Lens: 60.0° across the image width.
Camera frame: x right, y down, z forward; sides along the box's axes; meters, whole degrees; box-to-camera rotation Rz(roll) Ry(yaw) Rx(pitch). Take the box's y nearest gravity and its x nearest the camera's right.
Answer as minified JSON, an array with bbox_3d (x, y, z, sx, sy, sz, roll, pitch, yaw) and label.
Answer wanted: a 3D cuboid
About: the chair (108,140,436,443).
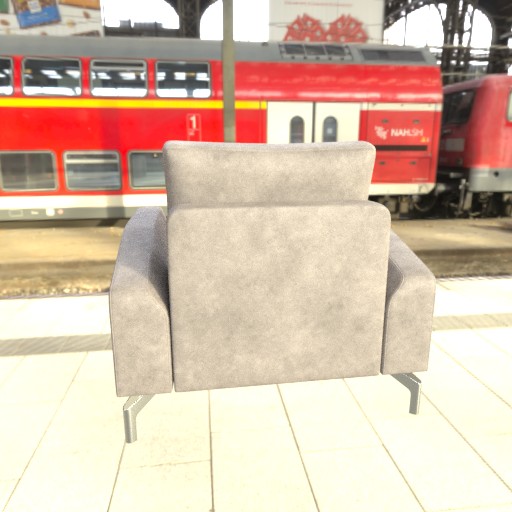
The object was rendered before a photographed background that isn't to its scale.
[{"bbox_3d":[0.000,0.000,1.599,0.900,0.800,0.900,-2,14,-9],"label":"chair"}]
